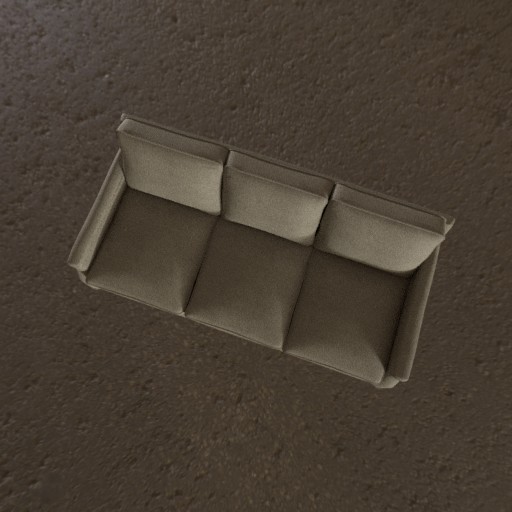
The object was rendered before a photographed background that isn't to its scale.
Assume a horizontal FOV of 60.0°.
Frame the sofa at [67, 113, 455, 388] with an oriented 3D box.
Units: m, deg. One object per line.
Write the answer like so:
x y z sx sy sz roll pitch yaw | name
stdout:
0.000 0.000 2.951 2.246 1.003 1.084 18 77 4 | sofa
